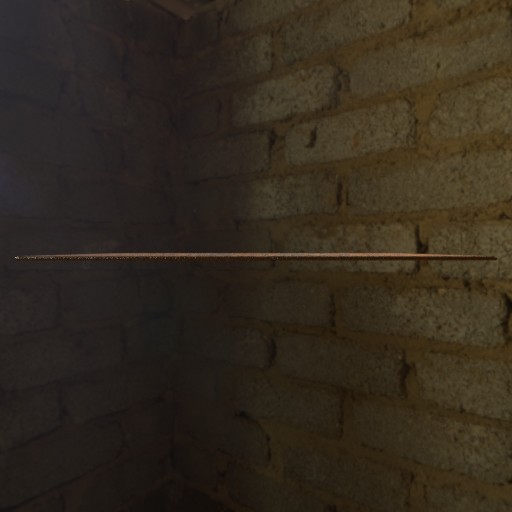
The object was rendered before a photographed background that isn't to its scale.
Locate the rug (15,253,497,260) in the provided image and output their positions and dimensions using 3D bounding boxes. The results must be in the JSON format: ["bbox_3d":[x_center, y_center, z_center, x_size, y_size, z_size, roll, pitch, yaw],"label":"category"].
[{"bbox_3d":[0.000,0.000,1.068,0.863,0.008,0.557,0,1,0],"label":"rug"}]
